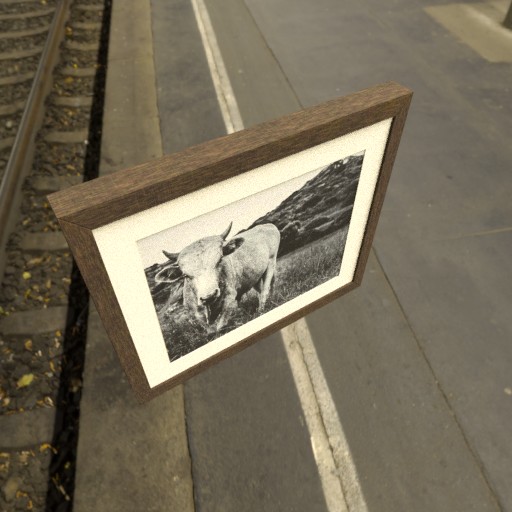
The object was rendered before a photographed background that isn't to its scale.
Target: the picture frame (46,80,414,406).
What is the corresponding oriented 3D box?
[{"bbox_3d":[0.000,0.000,0.537,0.378,0.330,0.033,-25,52,-21],"label":"picture frame"}]
